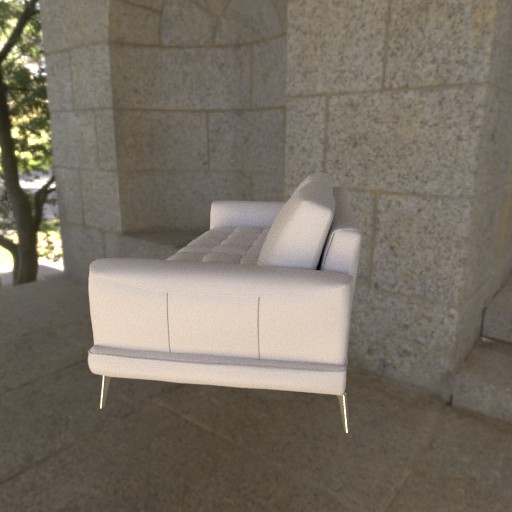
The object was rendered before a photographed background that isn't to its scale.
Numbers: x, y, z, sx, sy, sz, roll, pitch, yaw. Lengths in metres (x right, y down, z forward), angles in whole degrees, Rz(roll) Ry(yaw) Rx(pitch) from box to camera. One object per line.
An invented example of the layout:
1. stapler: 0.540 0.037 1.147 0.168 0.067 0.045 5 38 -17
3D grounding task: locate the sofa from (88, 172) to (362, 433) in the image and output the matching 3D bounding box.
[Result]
1. sofa: 0.000 0.000 2.712 1.121 0.930 2.177 2 15 9
